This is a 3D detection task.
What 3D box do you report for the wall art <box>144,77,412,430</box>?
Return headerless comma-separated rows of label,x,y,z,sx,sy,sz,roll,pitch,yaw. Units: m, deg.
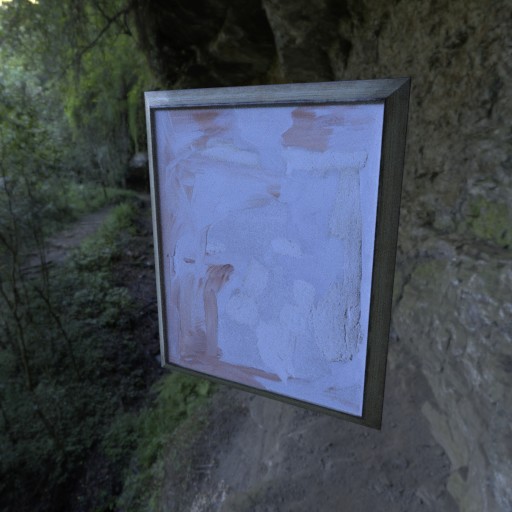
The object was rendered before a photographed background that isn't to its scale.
wall art,0.000,0.000,0.632,0.381,0.457,0.023,8,17,26
